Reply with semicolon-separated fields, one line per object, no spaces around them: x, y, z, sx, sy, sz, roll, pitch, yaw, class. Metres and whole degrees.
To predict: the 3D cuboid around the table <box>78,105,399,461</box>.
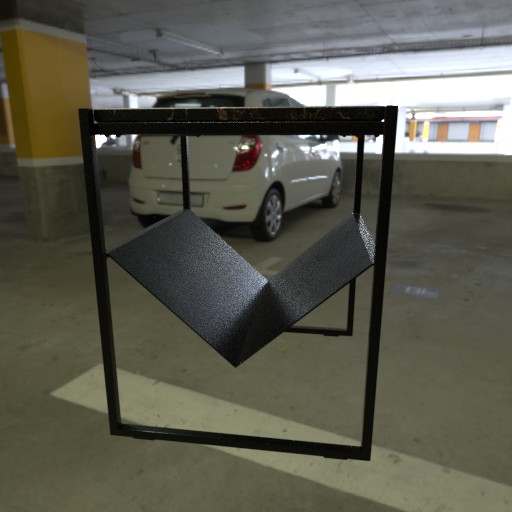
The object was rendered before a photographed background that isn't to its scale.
0.000;0.000;0.878;0.432;0.534;0.469;2;15;8;table
